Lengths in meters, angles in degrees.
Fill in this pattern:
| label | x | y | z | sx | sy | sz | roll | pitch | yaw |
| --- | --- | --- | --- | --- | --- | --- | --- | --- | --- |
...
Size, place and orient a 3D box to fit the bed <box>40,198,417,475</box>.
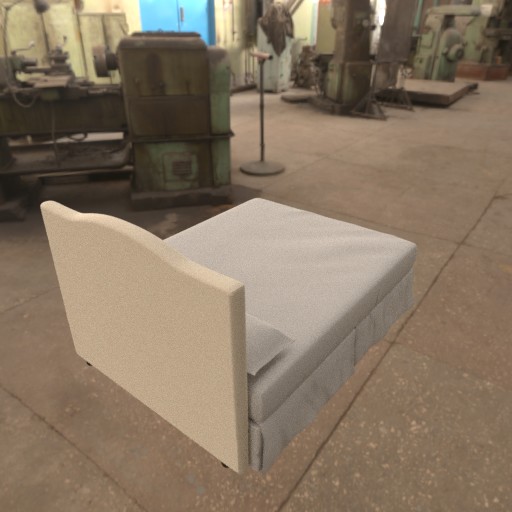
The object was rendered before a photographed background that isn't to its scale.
| label | x | y | z | sx | sy | sz | roll | pitch | yaw |
| --- | --- | --- | --- | --- | --- | --- | --- | --- | --- |
| bed | 0.000 | 0.000 | 3.608 | 1.977 | 1.437 | 2.477 | 21 | 35 | 33 |
